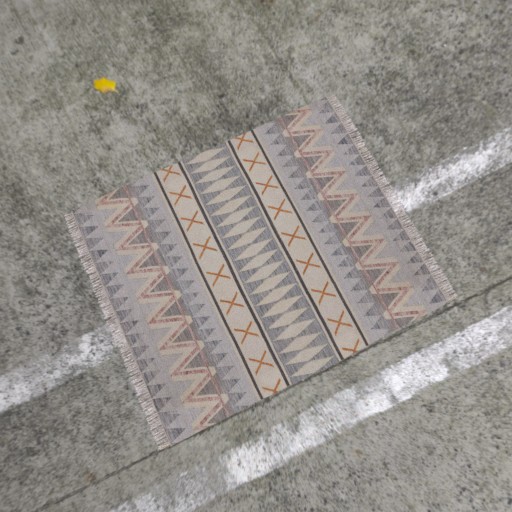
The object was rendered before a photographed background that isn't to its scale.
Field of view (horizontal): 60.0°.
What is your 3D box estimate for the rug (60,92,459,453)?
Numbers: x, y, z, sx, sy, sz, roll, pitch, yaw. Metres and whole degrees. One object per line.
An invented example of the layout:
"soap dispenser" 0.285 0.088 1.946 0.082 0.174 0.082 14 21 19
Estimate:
"rug" 0.000 0.000 4.132 3.000 0.012 2.371 -26 78 -6
